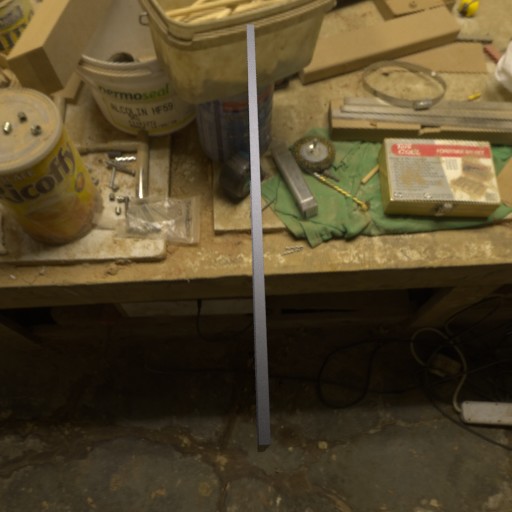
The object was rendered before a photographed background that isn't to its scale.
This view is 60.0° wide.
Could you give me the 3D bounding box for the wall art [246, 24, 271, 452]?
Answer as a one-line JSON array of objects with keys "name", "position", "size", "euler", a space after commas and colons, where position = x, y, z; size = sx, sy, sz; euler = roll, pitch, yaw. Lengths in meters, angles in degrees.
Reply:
[{"name": "wall art", "position": [0.000, 0.000, 1.196], "size": [0.019, 0.660, 0.957], "euler": [-2, 65, -1]}]
